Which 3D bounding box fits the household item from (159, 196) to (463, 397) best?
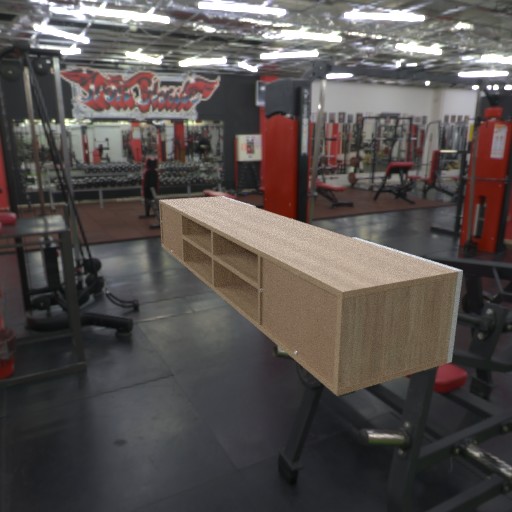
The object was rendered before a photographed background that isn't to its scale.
[{"bbox_3d":[0.000,0.000,2.021,0.420,0.310,1.850,-7,16,-25],"label":"household item"}]
